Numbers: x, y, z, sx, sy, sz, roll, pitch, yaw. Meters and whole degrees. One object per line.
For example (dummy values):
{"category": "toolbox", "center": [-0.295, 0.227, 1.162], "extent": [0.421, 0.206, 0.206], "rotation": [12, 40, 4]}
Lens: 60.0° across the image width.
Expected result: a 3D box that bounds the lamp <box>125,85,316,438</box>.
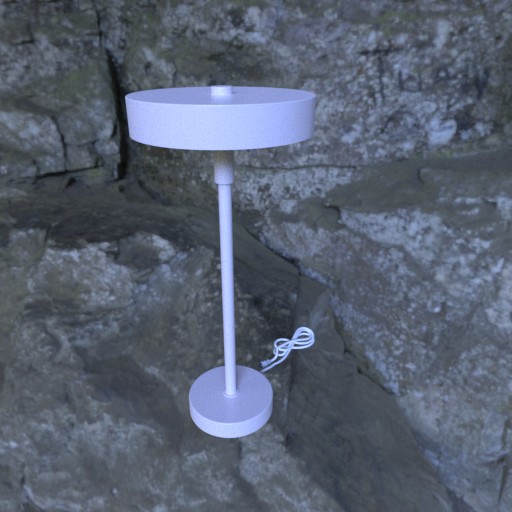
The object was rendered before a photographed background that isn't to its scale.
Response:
{"category": "lamp", "center": [0.000, 0.000, 0.697], "extent": [0.229, 0.508, 0.369], "rotation": [17, 30, 32]}
